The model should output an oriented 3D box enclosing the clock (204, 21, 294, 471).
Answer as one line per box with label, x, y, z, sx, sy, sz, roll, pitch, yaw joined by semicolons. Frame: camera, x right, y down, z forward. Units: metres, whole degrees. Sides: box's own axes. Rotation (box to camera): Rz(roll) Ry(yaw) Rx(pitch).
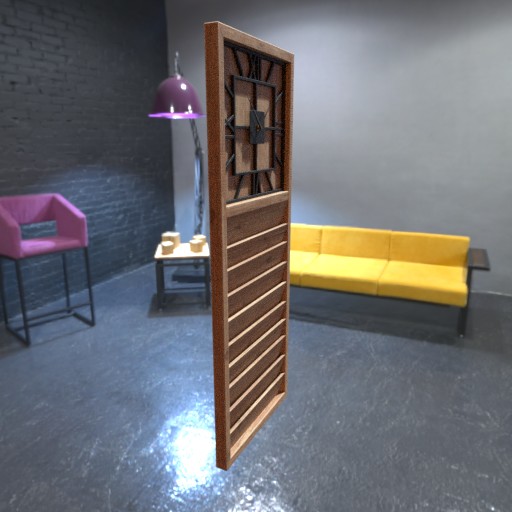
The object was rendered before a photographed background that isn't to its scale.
clock;0.000;0.000;1.084;0.030;0.965;0.361;8;17;26
